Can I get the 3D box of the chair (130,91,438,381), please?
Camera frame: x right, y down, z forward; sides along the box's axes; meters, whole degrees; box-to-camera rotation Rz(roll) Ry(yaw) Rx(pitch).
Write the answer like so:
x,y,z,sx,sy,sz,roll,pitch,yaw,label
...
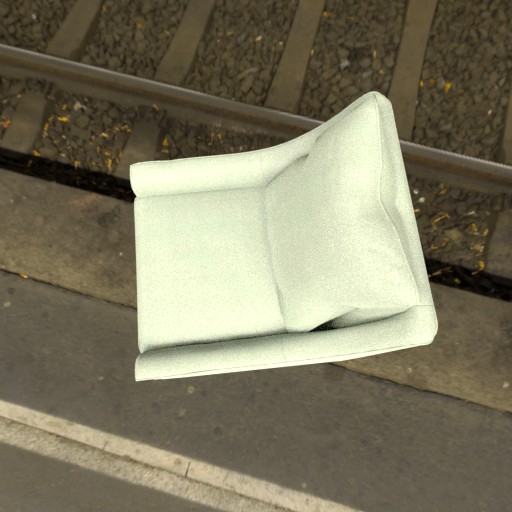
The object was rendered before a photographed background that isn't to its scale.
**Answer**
x,y,z,sx,sy,sz,roll,pitch,yaw,label
0.000,0.000,1.550,0.870,0.926,0.760,-6,74,-2,chair
